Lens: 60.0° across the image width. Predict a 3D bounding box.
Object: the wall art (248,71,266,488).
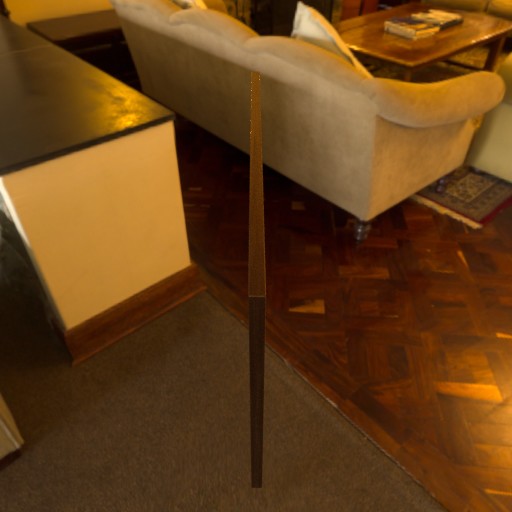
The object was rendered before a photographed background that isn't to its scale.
[{"bbox_3d":[0.000,0.000,0.552,0.012,0.304,0.431,0,41,0],"label":"wall art"}]
